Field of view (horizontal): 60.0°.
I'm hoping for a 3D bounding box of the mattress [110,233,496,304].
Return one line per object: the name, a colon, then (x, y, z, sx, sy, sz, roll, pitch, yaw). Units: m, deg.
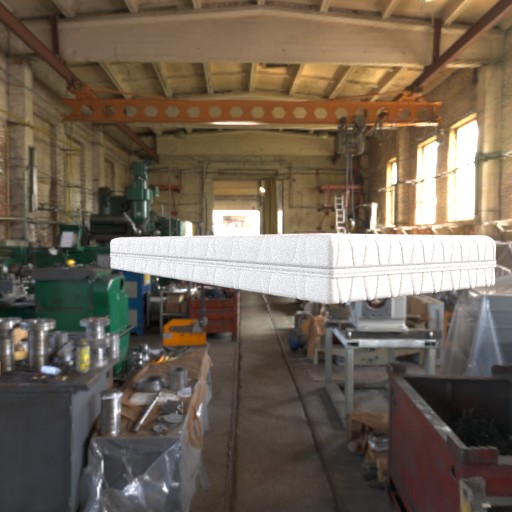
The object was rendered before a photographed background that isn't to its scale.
mattress: (0.000, 0.000, 2.287, 0.900, 0.200, 2.000, -1, 2, -35)
